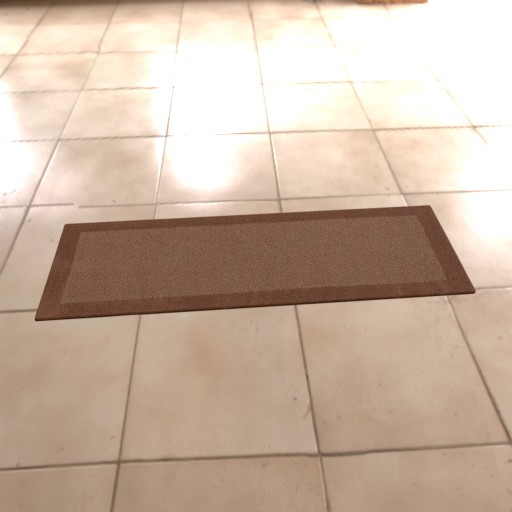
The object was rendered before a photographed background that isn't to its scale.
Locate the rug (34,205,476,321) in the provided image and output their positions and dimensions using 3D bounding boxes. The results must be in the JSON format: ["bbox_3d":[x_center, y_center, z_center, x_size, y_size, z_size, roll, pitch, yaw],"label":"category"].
[{"bbox_3d":[0.000,0.000,2.694,2.439,0.017,0.764,-3,47,-3],"label":"rug"}]
